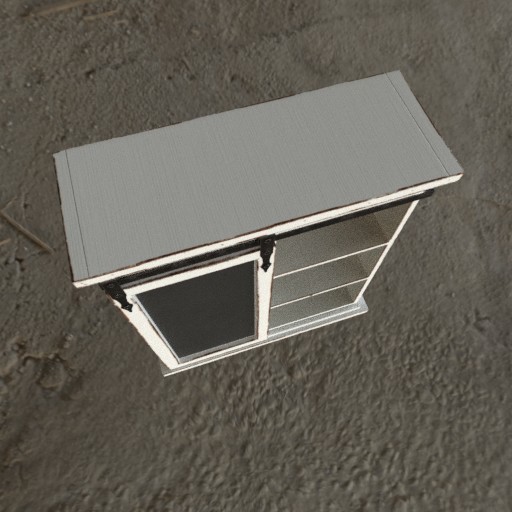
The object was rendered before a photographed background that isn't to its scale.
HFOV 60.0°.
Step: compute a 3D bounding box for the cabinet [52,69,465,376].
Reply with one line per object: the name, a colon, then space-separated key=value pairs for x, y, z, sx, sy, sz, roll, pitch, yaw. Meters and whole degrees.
cabinet: x=0.000 y=0.000 z=0.893 sx=0.541 sy=0.603 sz=0.210 roll=-16 pitch=65 yaw=-8
